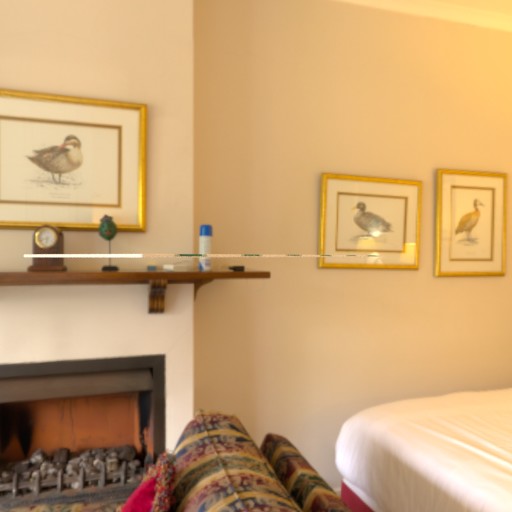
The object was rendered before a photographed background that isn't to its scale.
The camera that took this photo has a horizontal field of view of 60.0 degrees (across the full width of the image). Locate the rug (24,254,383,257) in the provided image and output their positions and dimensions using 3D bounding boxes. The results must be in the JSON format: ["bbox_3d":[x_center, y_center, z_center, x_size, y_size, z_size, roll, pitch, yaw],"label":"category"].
[{"bbox_3d":[0.000,0.000,2.705,0.768,0.012,2.438,0,0,35],"label":"rug"}]
